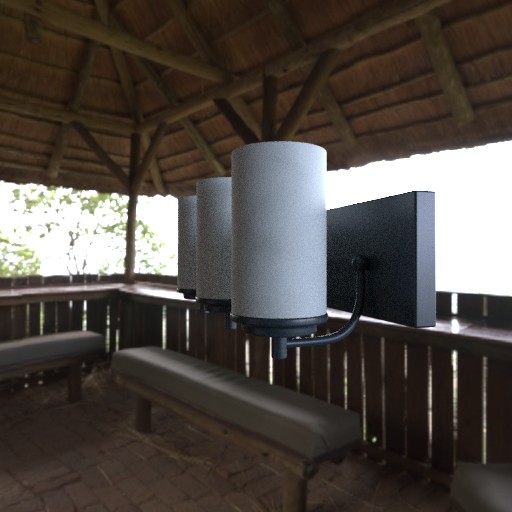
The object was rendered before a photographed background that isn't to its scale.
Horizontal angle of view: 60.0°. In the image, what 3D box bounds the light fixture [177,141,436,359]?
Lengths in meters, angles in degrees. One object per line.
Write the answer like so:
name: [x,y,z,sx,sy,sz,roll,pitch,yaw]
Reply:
light fixture: [0.000,0.000,0.533,0.145,0.172,0.451,0,0,-18]
